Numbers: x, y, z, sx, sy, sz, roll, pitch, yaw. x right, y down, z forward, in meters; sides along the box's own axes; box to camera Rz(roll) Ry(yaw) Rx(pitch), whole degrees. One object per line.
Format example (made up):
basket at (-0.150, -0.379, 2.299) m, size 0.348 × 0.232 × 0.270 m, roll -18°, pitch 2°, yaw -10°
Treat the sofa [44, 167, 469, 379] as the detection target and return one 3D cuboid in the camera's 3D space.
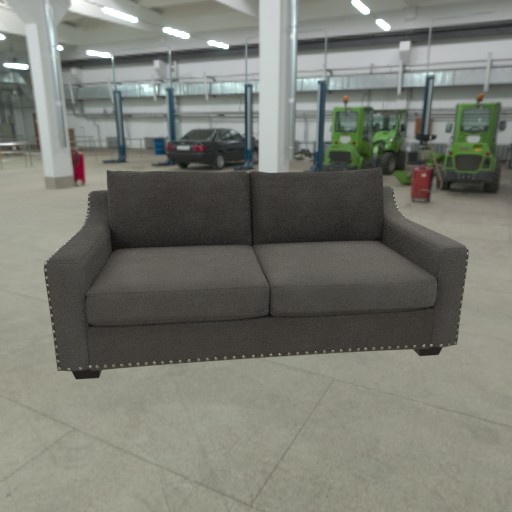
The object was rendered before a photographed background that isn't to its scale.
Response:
sofa at (0.000, 0.000, 3.244) m, size 2.550 × 1.196 × 1.336 m, roll -2°, pitch 17°, yaw -7°
